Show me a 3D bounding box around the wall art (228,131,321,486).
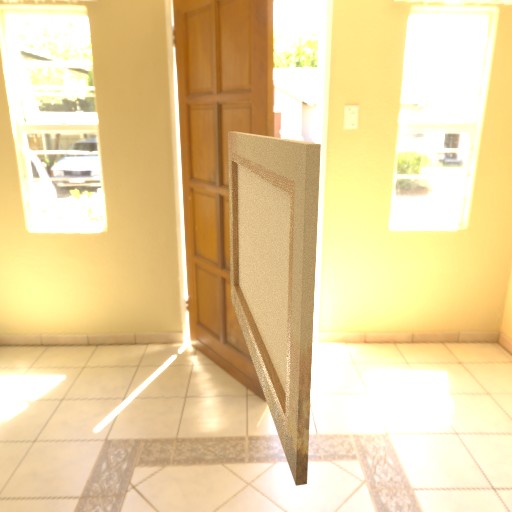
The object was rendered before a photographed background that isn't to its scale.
[{"bbox_3d":[0.000,0.000,1.925,0.038,1.012,1.525,-3,17,-10],"label":"wall art"}]
